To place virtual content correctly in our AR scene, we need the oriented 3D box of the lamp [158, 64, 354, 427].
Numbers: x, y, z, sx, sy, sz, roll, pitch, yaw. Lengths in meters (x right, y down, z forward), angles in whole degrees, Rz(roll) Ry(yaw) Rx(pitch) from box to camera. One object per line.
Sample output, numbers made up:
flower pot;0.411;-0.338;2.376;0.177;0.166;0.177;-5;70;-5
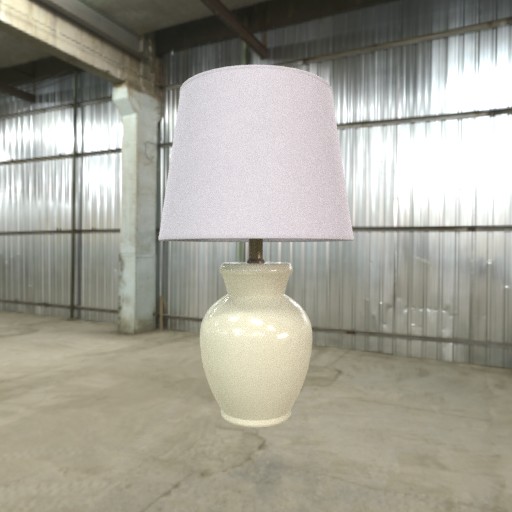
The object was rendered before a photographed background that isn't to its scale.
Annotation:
lamp;0.000;0.000;0.556;0.239;0.399;0.239;0;1;0
